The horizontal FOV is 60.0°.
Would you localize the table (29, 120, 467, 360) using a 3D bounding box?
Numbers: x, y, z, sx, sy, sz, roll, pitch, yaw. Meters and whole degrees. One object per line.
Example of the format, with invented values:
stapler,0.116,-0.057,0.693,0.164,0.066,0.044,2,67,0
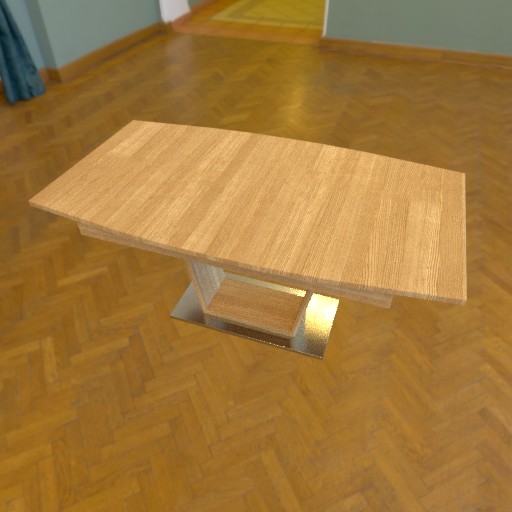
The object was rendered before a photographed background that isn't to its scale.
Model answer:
table,0.000,0.000,2.038,1.598,0.748,0.900,13,43,14
